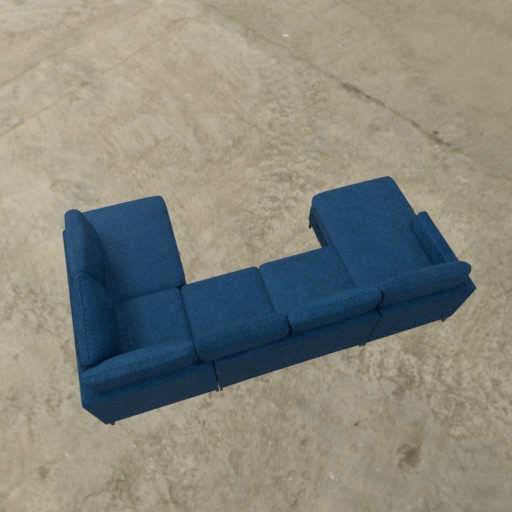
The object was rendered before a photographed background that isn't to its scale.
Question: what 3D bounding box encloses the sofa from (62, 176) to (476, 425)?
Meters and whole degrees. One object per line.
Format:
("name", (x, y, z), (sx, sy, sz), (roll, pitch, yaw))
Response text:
("sofa", (0.000, 0.000, 4.295), (3.434, 0.992, 2.055), (-15, 59, -9))
